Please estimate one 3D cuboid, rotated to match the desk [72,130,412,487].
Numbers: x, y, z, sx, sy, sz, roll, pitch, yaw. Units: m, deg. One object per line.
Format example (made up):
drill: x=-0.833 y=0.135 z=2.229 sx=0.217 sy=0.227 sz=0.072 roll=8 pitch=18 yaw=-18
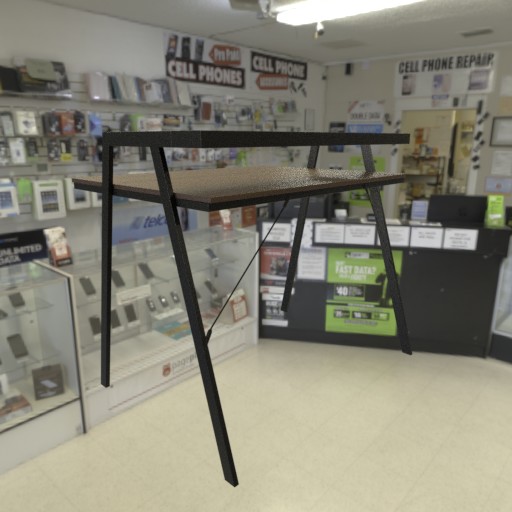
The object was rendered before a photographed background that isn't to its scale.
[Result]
desk: x=0.000 y=0.000 z=1.867 sx=0.936 sy=0.998 sz=1.143 roll=14 pitch=20 yaw=42
